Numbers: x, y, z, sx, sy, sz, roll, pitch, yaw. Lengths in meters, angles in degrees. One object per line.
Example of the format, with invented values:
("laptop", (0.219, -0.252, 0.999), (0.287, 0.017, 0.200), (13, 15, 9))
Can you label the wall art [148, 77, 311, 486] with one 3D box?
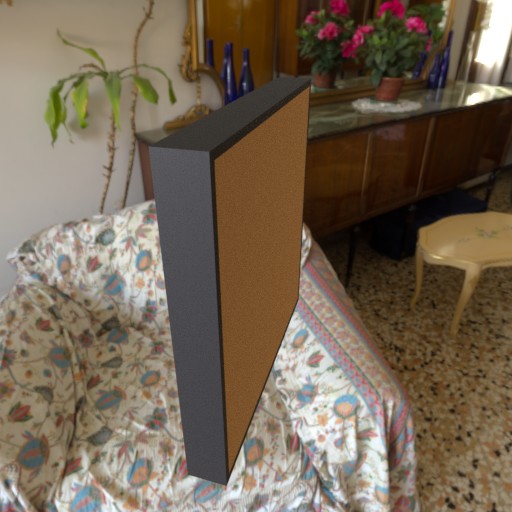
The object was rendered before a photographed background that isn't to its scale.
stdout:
("wall art", (0.000, 0.000, 0.455), (0.038, 0.304, 0.304), (9, 30, 15))
